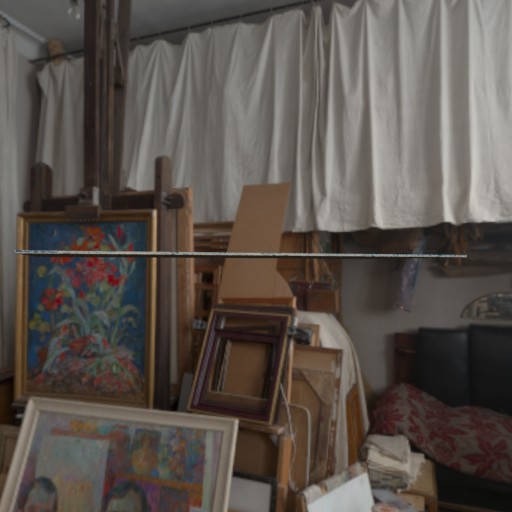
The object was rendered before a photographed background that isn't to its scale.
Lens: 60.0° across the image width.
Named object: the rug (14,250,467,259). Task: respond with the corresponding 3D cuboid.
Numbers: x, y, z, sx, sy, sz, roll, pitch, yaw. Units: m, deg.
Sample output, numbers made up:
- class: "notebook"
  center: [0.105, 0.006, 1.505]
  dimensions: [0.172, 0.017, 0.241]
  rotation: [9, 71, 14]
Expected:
- class: "rug"
  center: [0.000, 0.000, 2.629]
  dimensions: [2.434, 0.013, 0.770]
  rotation: [0, -1, -19]
